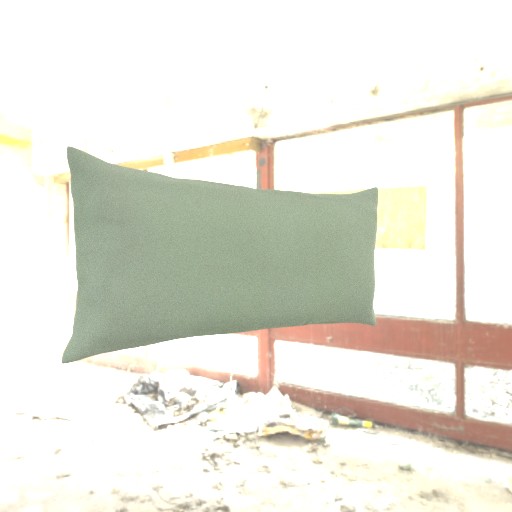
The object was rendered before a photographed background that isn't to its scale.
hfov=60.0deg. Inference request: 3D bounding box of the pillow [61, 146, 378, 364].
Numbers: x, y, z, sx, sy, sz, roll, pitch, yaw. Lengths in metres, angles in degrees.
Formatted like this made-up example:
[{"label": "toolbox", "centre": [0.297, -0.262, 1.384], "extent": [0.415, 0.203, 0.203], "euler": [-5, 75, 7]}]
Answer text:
[{"label": "pillow", "centre": [0.000, 0.000, 0.742], "extent": [0.610, 0.287, 0.151], "euler": [0, 0, -35]}]
